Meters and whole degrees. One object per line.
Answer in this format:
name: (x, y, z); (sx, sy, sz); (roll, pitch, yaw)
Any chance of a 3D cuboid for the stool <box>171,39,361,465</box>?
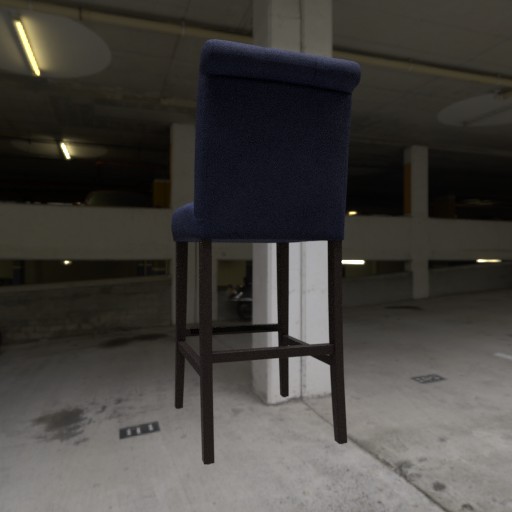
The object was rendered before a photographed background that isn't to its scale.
stool: (0.000, 0.000, 1.473); (0.493, 1.140, 0.601); (0, 0, -19)
